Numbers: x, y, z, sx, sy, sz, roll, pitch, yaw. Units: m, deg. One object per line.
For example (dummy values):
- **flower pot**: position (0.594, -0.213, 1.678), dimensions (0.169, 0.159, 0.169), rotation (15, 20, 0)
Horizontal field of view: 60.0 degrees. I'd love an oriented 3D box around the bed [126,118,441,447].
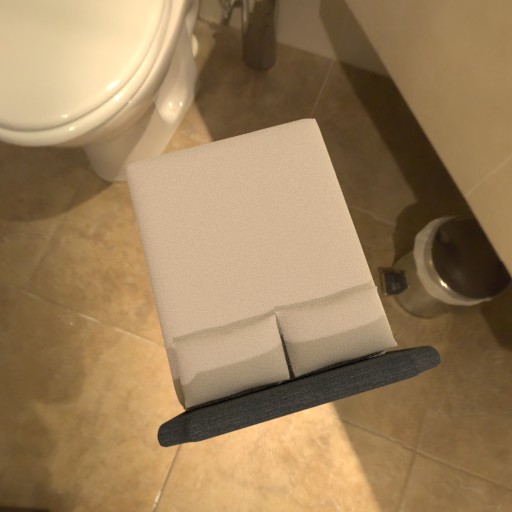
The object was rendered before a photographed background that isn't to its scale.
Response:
- **bed**: position (0.000, 0.000, 3.389), dimensions (1.828, 1.297, 2.208), rotation (-15, 76, -4)
